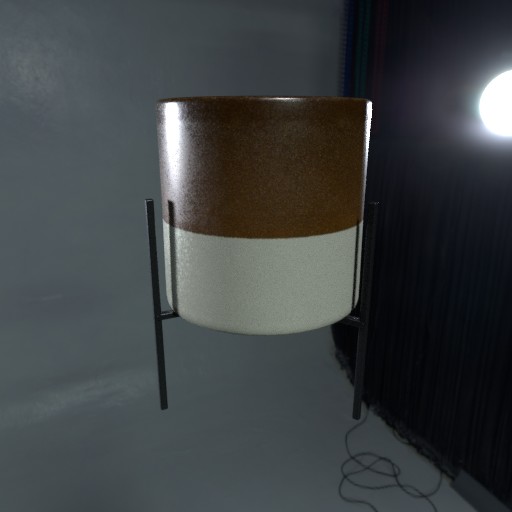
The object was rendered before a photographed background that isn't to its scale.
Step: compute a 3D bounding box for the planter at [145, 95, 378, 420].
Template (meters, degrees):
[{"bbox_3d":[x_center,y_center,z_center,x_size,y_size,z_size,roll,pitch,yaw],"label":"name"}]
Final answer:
[{"bbox_3d":[0.000,0.000,0.566,0.269,0.375,0.255,-9,19,-26],"label":"planter"}]
